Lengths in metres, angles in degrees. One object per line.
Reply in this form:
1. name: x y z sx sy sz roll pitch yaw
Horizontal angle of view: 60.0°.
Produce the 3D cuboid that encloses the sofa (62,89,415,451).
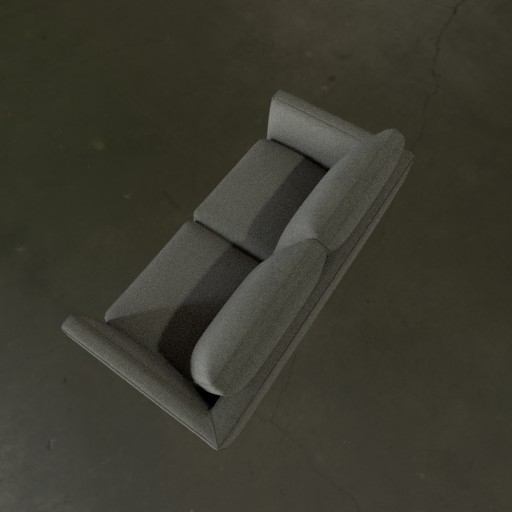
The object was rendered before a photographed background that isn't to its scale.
1. sofa: 0.000 0.000 2.135 0.803 0.924 1.594 31 67 15
